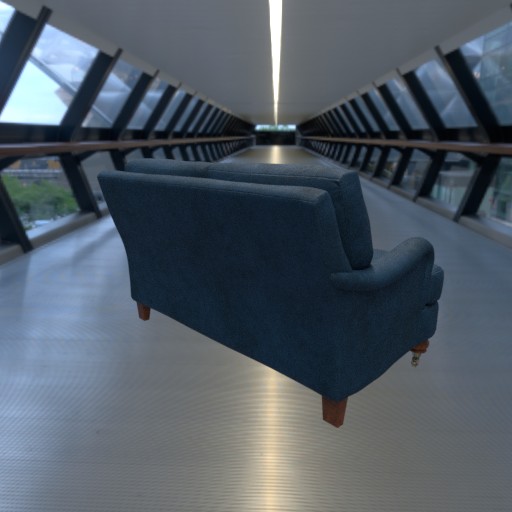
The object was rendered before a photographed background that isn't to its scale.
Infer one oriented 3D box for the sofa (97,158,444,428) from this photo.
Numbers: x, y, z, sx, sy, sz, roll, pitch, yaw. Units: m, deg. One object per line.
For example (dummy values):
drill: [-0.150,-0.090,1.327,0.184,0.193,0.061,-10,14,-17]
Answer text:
sofa: [0.000,0.000,2.602,1.084,1.101,1.853,-13,19,-42]
